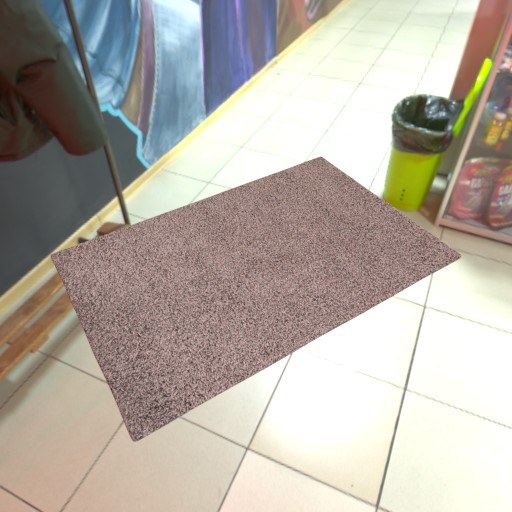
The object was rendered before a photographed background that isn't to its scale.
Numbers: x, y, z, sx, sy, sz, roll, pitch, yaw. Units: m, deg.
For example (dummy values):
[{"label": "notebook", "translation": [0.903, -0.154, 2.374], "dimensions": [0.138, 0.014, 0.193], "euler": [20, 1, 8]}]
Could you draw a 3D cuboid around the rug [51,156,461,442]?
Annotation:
[{"label": "rug", "translation": [0.000, 0.000, 3.511], "dimensions": [2.743, 0.030, 1.778], "euler": [-24, 49, -23]}]
